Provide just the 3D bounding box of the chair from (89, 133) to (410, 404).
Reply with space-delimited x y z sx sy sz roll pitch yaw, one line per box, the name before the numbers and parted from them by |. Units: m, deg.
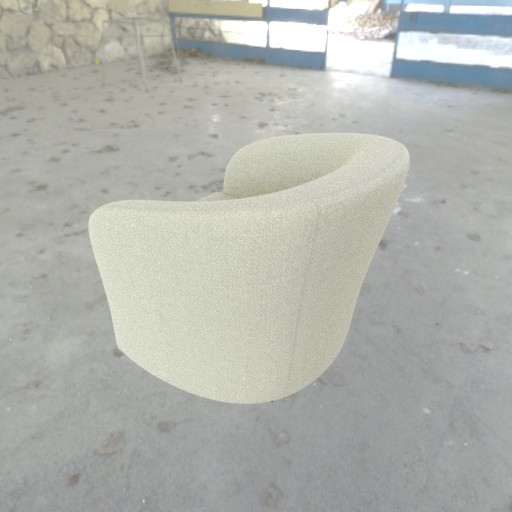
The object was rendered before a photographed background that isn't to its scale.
chair | 0.000 0.000 1.427 0.815 0.771 0.791 21 37 30
